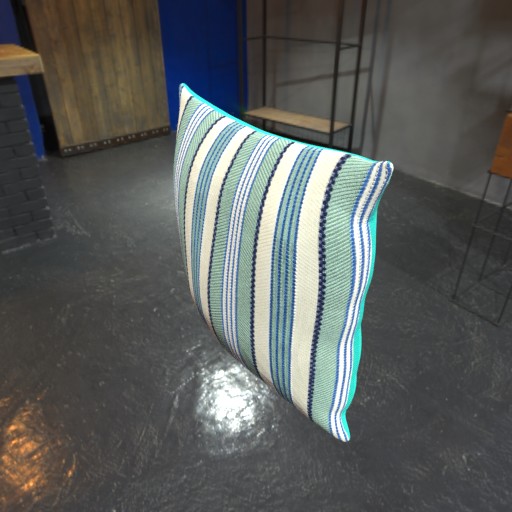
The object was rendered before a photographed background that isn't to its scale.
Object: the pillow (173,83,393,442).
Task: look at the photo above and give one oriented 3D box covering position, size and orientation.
[{"bbox_3d":[0.000,0.000,0.681,0.182,0.441,0.440,-21,38,-30],"label":"pillow"}]
